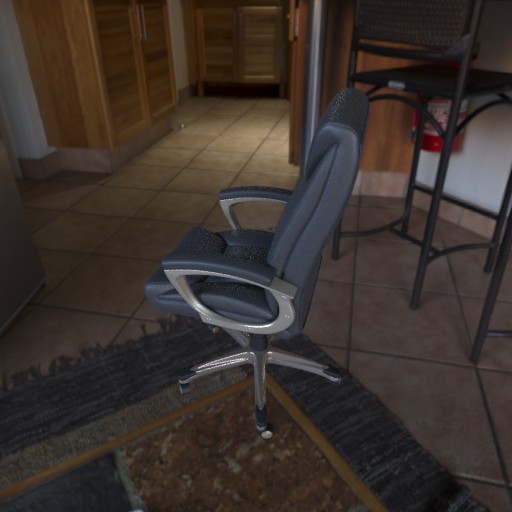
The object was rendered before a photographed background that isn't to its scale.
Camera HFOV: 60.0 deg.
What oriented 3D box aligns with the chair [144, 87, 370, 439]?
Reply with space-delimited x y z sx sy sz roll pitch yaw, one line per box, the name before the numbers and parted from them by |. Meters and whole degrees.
chair | 0.000 0.000 1.683 0.748 1.188 0.694 8 32 13
